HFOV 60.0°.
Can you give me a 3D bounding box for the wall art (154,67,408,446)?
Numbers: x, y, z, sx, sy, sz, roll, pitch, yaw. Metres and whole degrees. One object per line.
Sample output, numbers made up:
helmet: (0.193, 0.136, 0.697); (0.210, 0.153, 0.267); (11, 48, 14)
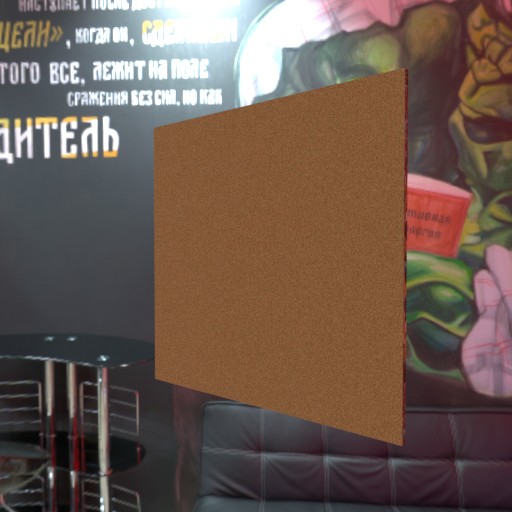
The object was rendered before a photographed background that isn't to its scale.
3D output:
wall art: (0.000, 0.000, 0.600); (0.404, 0.406, 0.010); (1, 2, 37)
